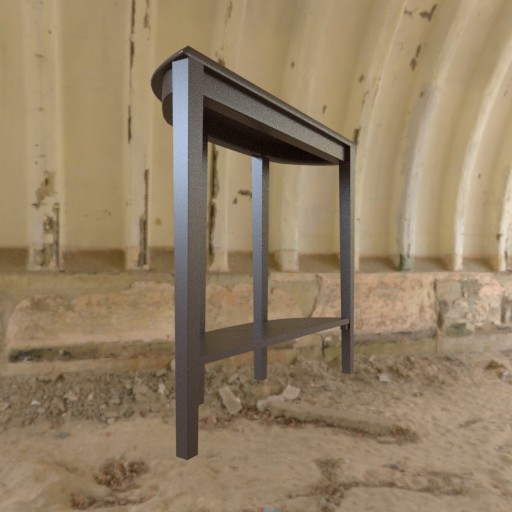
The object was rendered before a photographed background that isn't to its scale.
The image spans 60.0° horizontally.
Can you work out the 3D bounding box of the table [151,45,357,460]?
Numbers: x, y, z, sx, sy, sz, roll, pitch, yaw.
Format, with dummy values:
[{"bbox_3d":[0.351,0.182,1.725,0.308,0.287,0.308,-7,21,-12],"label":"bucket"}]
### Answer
[{"bbox_3d":[0.000,0.000,1.321,0.274,0.831,0.909,-1,-1,34],"label":"table"}]
